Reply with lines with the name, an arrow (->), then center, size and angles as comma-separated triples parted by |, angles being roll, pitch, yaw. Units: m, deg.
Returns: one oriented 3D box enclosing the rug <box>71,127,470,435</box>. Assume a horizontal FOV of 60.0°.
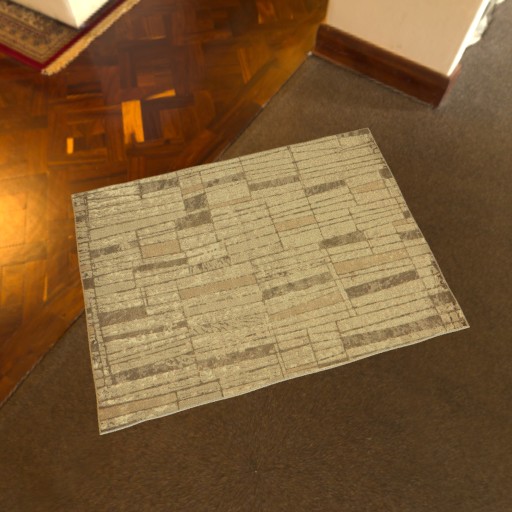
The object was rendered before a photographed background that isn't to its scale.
rug -> 0.000, 0.000, 4.343 | 3.357, 0.019, 2.449 | -14, 65, -7
